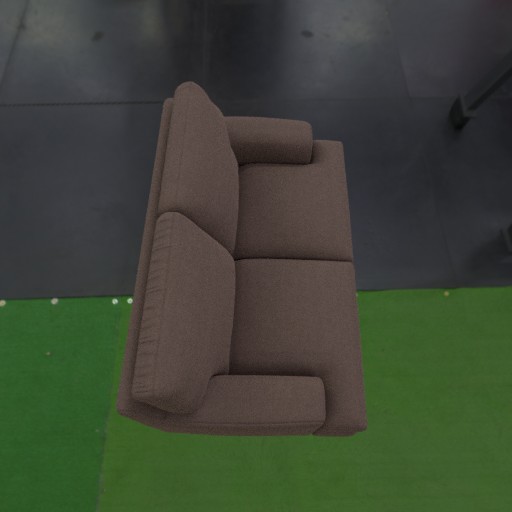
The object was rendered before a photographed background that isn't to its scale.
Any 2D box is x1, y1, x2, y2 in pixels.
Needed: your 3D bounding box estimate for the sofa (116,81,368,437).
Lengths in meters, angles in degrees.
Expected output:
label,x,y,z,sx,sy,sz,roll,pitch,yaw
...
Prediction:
label,x,y,z,sx,sy,sz,roll,pitch,yaw
sofa,0.000,0.000,2.498,1.140,0.950,1.869,1,63,1
